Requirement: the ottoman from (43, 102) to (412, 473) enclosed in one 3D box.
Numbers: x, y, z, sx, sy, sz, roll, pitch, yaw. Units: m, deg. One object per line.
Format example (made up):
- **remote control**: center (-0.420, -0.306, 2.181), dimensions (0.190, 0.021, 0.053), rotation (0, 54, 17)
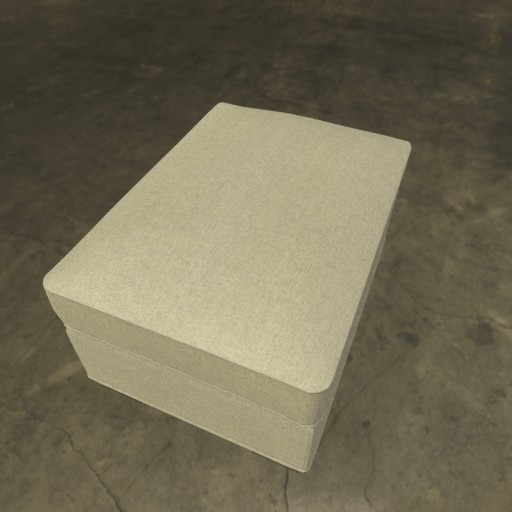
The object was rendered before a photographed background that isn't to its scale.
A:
- **ottoman**: center (0.000, 0.000, 1.213), dimensions (0.619, 0.504, 0.843), rotation (17, 49, 16)
